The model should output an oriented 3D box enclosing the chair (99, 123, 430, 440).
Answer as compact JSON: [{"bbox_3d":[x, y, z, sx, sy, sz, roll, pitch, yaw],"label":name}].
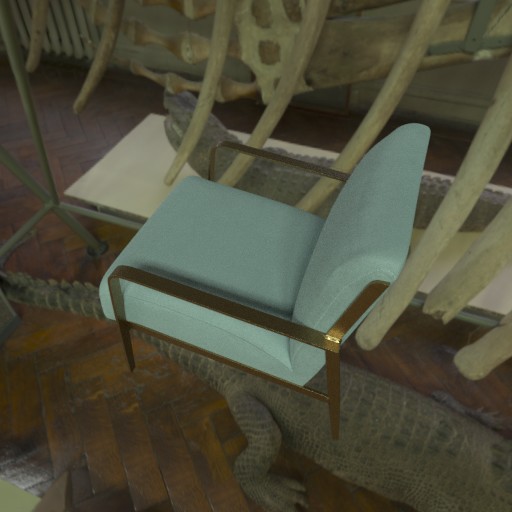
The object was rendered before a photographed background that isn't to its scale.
[{"bbox_3d":[0.000,0.000,1.448,0.842,0.824,0.701,15,48,14],"label":"chair"}]
